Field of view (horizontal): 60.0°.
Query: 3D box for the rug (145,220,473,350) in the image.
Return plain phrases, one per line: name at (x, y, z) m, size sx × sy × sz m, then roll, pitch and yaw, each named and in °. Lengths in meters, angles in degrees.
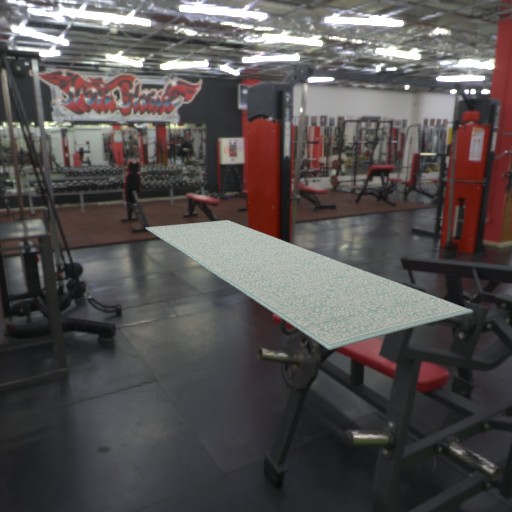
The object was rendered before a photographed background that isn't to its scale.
rug at (0.000, 0.000, 2.430) m, size 0.662 × 0.011 × 2.196 m, roll -8°, pitch 16°, yaw -27°
